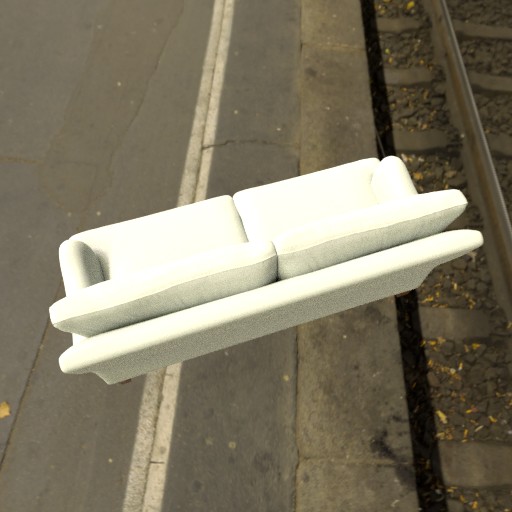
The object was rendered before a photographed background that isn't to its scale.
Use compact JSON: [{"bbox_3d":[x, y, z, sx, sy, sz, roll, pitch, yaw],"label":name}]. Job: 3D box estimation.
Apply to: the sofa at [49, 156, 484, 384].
[{"bbox_3d":[0.000,0.000,2.707,2.193,1.096,1.069,-16,61,-9],"label":"sofa"}]
